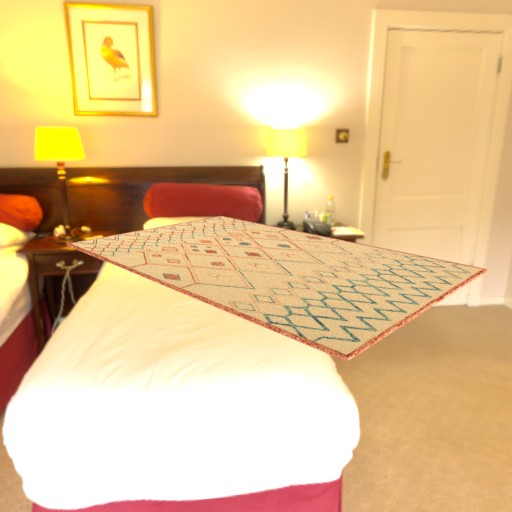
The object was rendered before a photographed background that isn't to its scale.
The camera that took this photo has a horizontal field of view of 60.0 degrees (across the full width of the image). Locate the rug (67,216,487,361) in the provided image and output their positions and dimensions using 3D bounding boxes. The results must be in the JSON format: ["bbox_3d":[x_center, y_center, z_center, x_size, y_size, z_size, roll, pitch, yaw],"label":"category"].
[{"bbox_3d":[0.000,0.000,2.979,2.438,0.015,1.524,15,22,42],"label":"rug"}]
